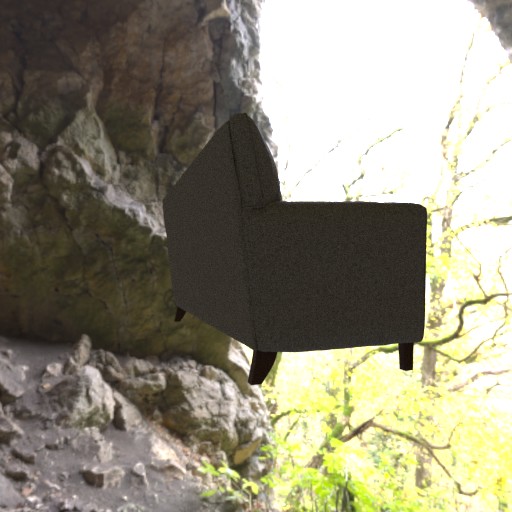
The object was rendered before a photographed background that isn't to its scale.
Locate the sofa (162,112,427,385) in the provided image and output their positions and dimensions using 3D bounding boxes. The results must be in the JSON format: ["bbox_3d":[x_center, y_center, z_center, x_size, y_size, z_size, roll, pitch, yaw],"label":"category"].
[{"bbox_3d":[0.000,0.000,2.548,0.854,0.942,2.026,0,-1,-18],"label":"sofa"}]
